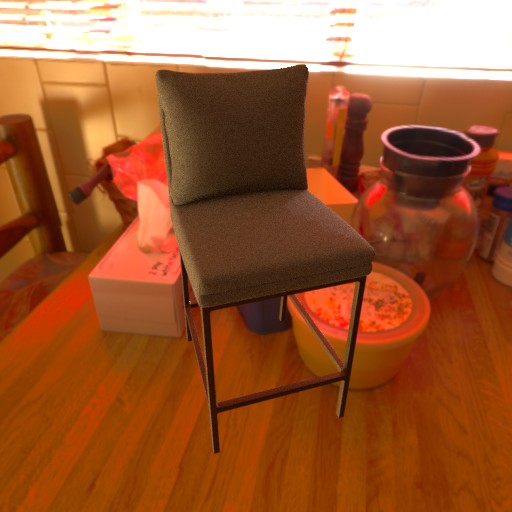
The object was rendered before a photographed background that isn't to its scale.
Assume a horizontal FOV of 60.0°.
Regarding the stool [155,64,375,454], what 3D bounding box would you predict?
[{"bbox_3d":[0.000,0.000,1.359,0.463,1.031,0.569,-10,34,-15],"label":"stool"}]
